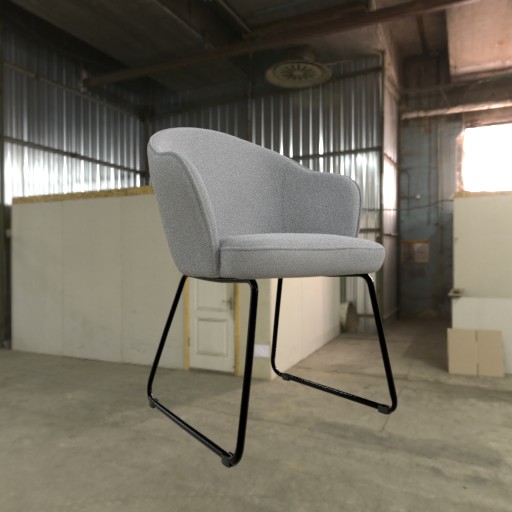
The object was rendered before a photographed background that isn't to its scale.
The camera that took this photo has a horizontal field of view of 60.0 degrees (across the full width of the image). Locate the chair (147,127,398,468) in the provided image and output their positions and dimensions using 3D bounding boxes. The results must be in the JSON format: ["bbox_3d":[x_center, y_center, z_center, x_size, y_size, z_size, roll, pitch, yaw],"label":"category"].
[{"bbox_3d":[0.000,0.000,1.215,0.570,0.817,0.592,-1,1,-36],"label":"chair"}]
